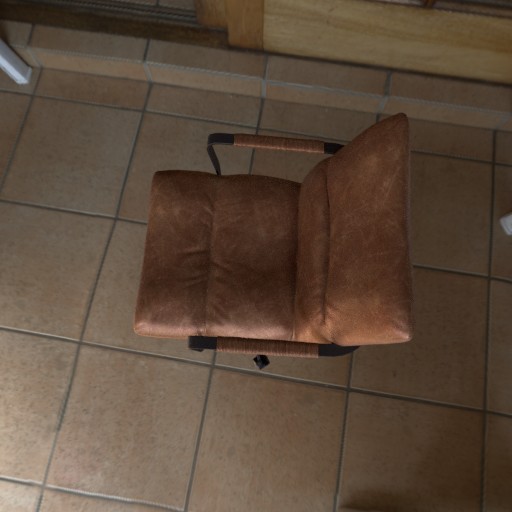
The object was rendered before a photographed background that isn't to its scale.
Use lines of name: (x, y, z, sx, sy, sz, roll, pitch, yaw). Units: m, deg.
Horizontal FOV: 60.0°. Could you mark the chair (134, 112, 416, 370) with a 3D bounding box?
chair: (0.000, 0.000, 1.477, 0.754, 0.922, 0.727, 3, 75, 1)
